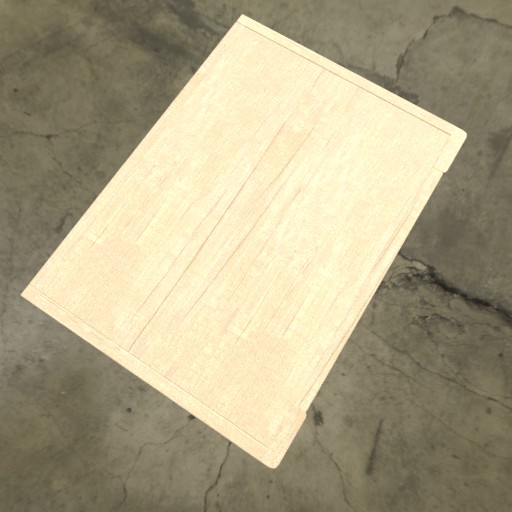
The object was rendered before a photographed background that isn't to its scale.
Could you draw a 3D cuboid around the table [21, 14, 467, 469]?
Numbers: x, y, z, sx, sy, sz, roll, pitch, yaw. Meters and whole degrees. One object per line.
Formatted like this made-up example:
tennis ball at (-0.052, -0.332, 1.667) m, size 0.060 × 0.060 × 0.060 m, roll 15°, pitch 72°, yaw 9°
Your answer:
table at (0.000, 0.000, 0.898) m, size 0.420 × 0.510 × 0.570 m, roll 32°, pitch 77°, yaw 8°
